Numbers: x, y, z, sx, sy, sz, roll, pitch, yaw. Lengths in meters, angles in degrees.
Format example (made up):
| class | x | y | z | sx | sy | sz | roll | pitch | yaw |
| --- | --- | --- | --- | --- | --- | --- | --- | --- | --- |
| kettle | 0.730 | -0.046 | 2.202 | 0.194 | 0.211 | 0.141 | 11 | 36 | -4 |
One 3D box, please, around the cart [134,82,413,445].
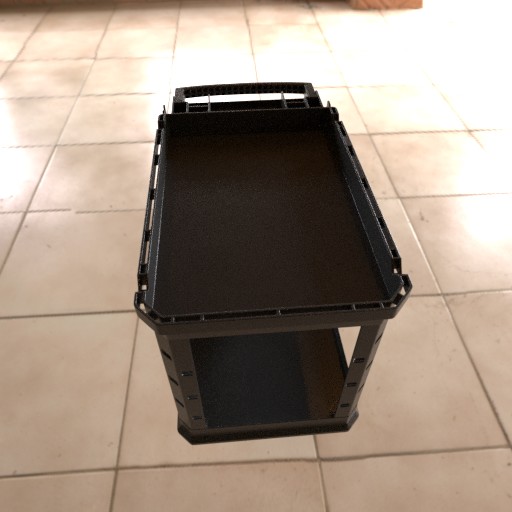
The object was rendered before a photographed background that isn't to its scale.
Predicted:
| class | x | y | z | sx | sy | sz | roll | pitch | yaw |
| --- | --- | --- | --- | --- | --- | --- | --- | --- | --- |
| cart | 0.000 | 0.000 | 1.761 | 0.674 | 0.884 | 1.239 | -4 | 46 | -3 |
